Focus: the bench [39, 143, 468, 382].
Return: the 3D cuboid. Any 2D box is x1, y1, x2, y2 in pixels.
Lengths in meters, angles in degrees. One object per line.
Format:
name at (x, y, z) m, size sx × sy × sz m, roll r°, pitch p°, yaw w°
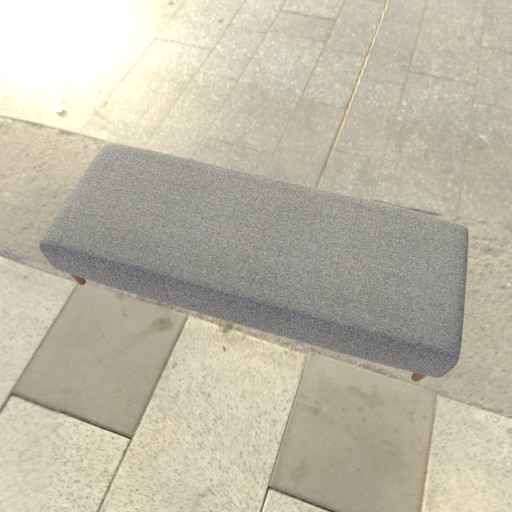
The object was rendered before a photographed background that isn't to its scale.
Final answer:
bench at (0.000, 0.000, 1.869) m, size 1.598 × 0.384 × 0.631 m, roll 15°, pitch 60°, yaw 9°
